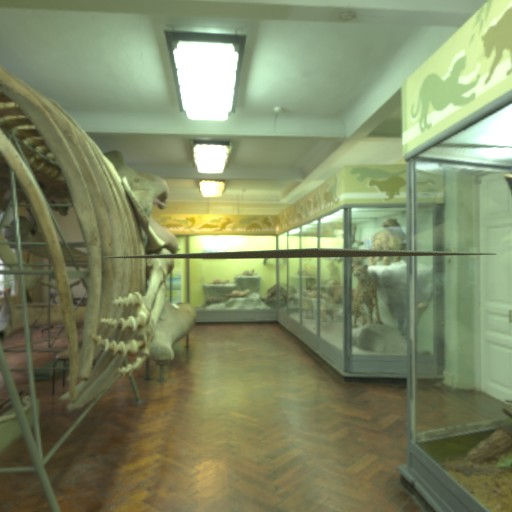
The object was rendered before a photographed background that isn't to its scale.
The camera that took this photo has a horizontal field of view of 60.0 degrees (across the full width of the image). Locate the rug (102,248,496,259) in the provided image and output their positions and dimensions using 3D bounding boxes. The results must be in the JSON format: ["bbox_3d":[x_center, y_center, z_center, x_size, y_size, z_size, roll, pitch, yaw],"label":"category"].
[{"bbox_3d":[0.000,0.000,3.580,1.546,0.011,3.048,1,-1,-36],"label":"rug"}]
